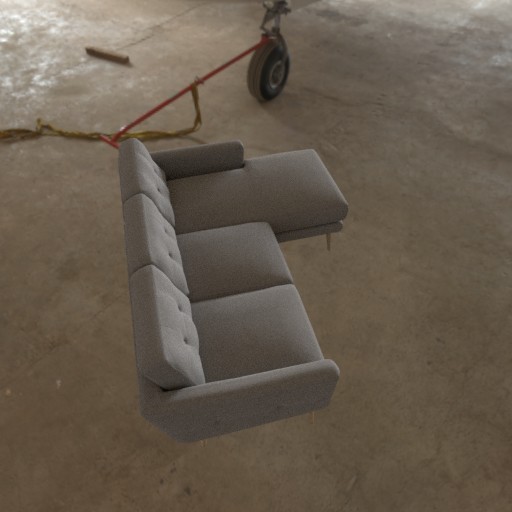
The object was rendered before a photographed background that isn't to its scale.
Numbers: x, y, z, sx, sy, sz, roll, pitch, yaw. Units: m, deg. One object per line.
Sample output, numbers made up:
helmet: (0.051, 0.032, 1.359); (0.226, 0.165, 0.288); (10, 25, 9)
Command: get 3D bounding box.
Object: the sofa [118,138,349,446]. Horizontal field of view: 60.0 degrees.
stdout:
sofa: (0.000, 0.000, 2.816); (1.530, 0.860, 2.040); (-11, 48, -10)
